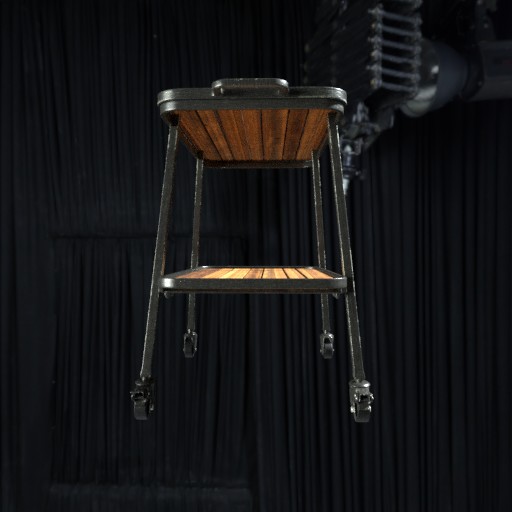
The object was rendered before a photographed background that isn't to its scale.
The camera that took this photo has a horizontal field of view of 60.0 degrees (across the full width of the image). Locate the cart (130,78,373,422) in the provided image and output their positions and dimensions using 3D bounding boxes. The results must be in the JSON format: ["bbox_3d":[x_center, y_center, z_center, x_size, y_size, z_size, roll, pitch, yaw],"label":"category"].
[{"bbox_3d":[0.000,0.000,1.255,0.515,0.700,0.806,0,1,2],"label":"cart"}]
